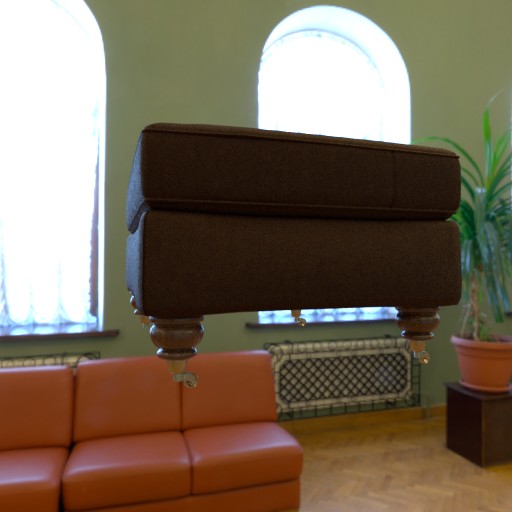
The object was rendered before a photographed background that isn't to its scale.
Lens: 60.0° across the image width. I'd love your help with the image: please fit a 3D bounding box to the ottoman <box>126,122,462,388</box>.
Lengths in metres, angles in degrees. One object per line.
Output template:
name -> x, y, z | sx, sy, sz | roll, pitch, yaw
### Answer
ottoman -> 0.000, 0.000, 1.760 | 0.967, 0.730, 1.187 | 0, -1, -18
